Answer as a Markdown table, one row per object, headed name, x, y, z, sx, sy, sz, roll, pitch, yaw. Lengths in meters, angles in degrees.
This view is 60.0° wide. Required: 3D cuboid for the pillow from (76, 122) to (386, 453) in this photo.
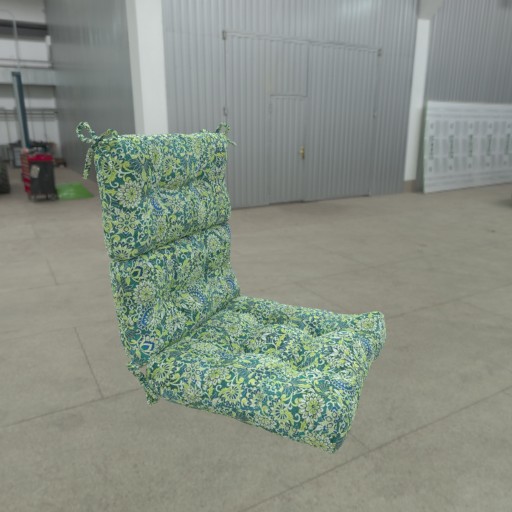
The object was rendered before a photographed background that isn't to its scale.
| name | x | y | z | sx | sy | sz | roll | pitch | yaw |
| --- | --- | --- | --- | --- | --- | --- | --- | --- | --- |
| pillow | 0.000 | 0.000 | 1.040 | 0.571 | 0.605 | 0.519 | 8 | 18 | 24 |
